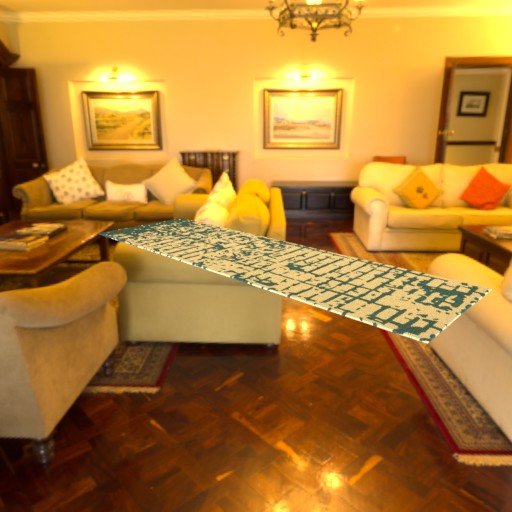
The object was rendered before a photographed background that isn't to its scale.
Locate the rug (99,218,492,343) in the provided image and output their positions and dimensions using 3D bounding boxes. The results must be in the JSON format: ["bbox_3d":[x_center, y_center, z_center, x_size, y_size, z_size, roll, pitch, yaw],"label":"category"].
[{"bbox_3d":[0.000,0.000,2.683,2.435,0.011,0.750,15,22,41],"label":"rug"}]
